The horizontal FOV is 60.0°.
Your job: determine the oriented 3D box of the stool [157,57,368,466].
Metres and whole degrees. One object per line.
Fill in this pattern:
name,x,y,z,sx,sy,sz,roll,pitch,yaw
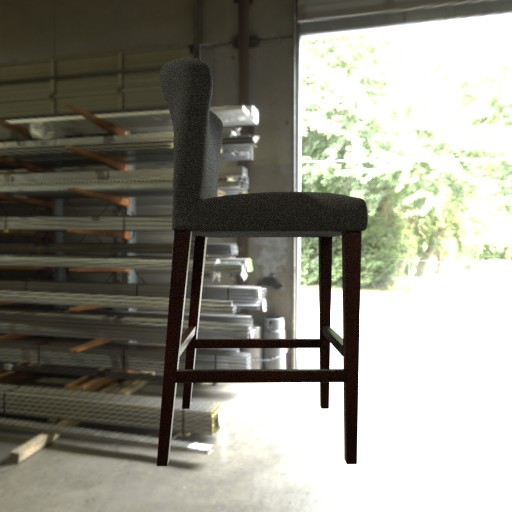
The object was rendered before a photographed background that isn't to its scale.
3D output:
stool,0.000,0.000,1.345,0.568,1.069,0.486,0,0,-1
